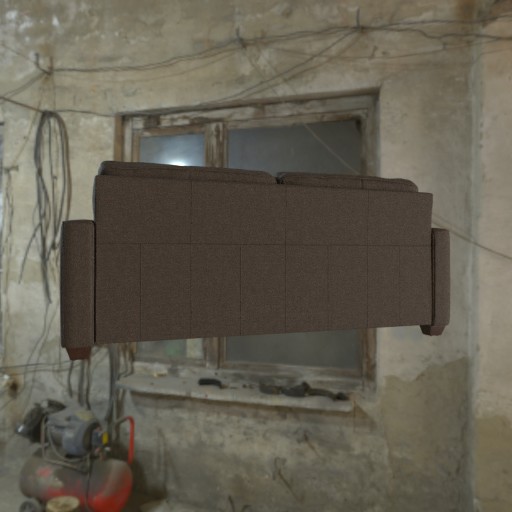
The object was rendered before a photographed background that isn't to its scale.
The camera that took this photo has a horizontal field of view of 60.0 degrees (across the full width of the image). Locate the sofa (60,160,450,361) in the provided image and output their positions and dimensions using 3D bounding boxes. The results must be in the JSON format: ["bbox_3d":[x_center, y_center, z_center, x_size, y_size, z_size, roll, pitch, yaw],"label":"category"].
[{"bbox_3d":[0.000,0.000,2.631,2.080,0.919,0.940,0,0,-18],"label":"sofa"}]
